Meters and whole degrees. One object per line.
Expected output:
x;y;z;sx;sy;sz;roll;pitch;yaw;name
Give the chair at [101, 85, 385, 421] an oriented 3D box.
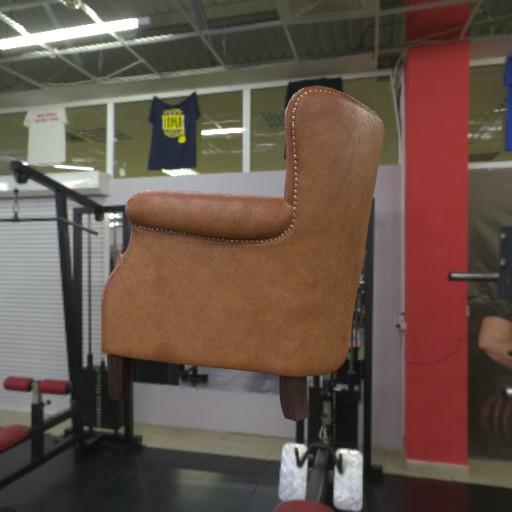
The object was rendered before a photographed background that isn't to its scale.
0.000;0.000;1.646;0.921;0.936;0.861;0;0;17;chair
